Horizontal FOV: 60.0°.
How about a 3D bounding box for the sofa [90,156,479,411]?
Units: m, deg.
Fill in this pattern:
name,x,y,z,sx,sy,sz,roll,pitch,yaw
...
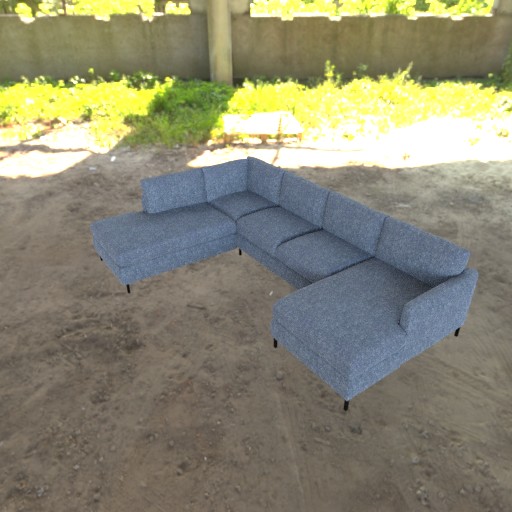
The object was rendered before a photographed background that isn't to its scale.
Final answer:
name,x,y,z,sx,sy,sz,roll,pitch,yaw
sofa,0.000,0.000,3.604,1.879,0.756,2.737,-20,35,-30
